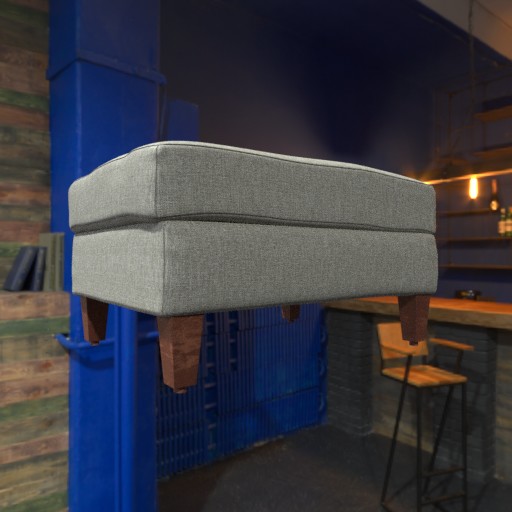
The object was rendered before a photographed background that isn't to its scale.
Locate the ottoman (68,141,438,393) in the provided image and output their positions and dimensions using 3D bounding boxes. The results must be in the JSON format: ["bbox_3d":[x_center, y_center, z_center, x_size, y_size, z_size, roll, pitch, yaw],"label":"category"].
[{"bbox_3d":[0.000,0.000,1.237,0.873,0.494,0.639,0,0,-36],"label":"ottoman"}]
